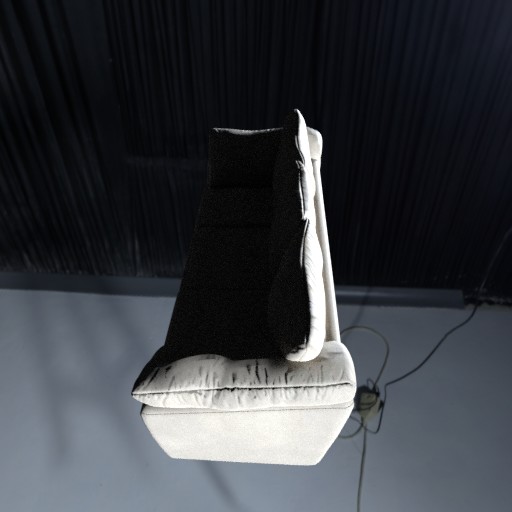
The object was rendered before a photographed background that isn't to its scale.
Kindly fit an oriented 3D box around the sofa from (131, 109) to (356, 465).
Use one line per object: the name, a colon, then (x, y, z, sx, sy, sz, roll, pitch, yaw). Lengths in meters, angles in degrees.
sofa: (0.000, 0.000, 2.698, 0.878, 0.996, 2.334, 2, 40, 2)
